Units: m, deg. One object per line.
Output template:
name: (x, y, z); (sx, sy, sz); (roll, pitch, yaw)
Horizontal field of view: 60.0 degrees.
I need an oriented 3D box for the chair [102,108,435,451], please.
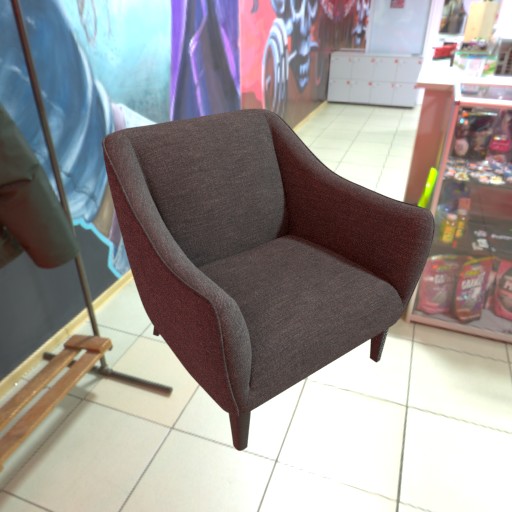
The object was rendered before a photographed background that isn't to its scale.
chair: (0.000, 0.000, 1.581); (0.870, 0.829, 0.851); (-21, 36, -31)
